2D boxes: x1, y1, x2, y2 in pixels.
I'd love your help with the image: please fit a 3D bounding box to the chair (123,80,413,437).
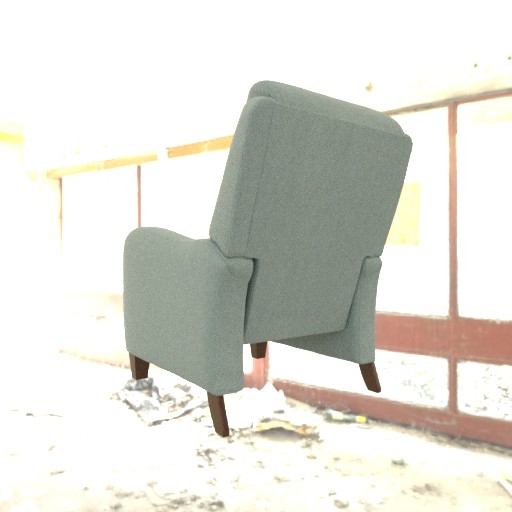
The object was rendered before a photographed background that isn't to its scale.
[{"bbox_3d":[0.000,0.000,1.786,0.785,1.067,0.988,0,0,-36],"label":"chair"}]
